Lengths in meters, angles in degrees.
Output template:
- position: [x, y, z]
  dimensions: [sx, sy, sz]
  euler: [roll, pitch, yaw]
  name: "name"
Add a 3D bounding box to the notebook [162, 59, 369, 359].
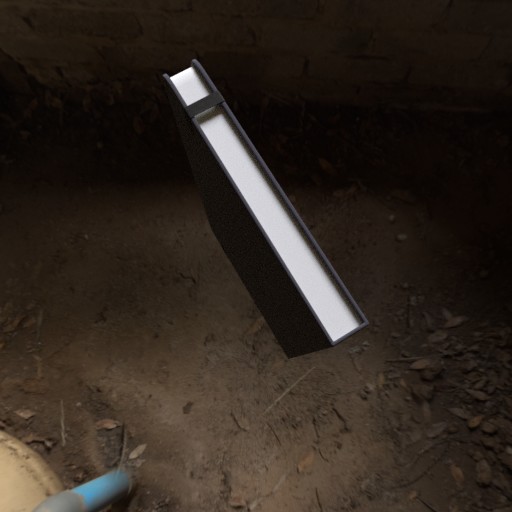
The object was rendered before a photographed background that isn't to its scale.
- position: [0.000, 0.000, 0.266]
  dimensions: [0.016, 0.213, 0.127]
  euler: [-30, 78, -7]
  name: "notebook"
